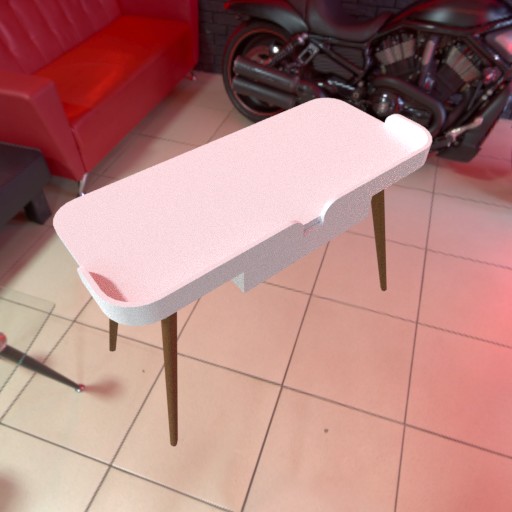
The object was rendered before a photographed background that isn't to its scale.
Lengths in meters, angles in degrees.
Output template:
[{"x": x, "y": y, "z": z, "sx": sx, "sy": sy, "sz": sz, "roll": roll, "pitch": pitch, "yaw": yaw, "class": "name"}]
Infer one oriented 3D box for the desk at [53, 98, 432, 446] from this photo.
[{"x": 0.000, "y": 0.000, "z": 1.668, "sx": 1.206, "sy": 0.807, "sz": 0.534, "roll": -30, "pitch": 54, "yaw": -25, "class": "desk"}]
